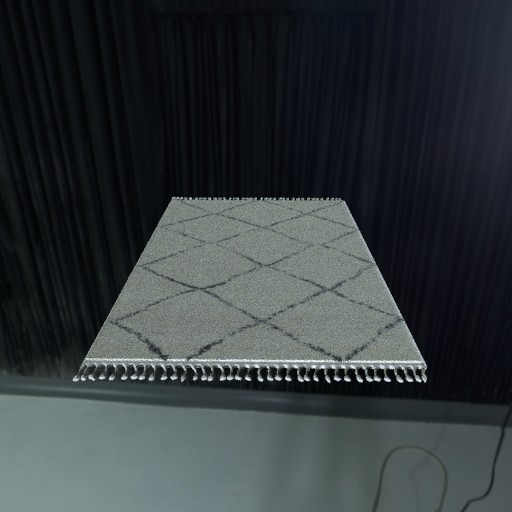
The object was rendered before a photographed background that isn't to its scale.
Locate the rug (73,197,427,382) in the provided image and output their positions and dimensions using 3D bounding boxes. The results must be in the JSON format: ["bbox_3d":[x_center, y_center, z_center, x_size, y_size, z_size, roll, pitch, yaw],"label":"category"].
[{"bbox_3d":[0.000,0.000,2.858,1.494,0.031,2.307,0,27,1],"label":"rug"}]
